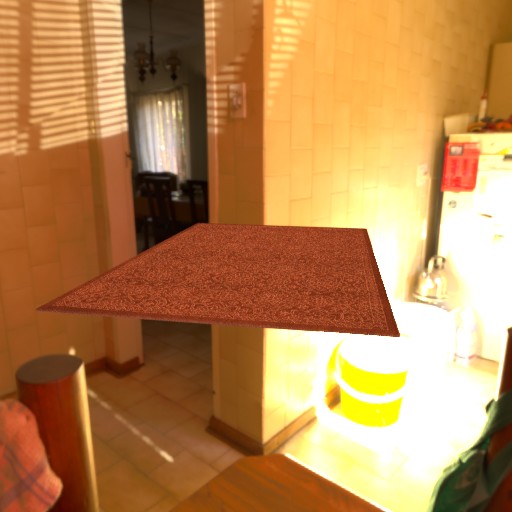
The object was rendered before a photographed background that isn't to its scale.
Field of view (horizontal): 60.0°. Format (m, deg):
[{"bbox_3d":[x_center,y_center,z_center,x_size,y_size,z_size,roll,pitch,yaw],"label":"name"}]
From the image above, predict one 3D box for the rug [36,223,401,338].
[{"bbox_3d":[0.000,0.000,2.299,1.219,0.010,1.829,3,14,10],"label":"rug"}]
